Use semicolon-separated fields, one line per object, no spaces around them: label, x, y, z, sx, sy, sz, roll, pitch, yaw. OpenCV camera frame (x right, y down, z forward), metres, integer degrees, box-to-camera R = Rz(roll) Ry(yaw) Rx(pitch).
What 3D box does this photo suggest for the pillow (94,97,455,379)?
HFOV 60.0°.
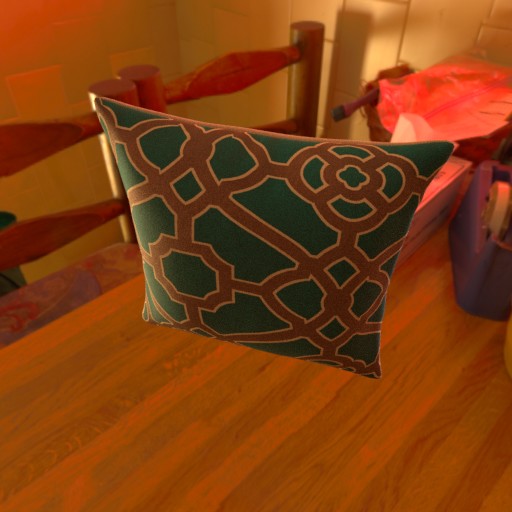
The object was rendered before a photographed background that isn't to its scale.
pillow;0.000;0.000;0.781;0.526;0.507;0.166;11;42;13
